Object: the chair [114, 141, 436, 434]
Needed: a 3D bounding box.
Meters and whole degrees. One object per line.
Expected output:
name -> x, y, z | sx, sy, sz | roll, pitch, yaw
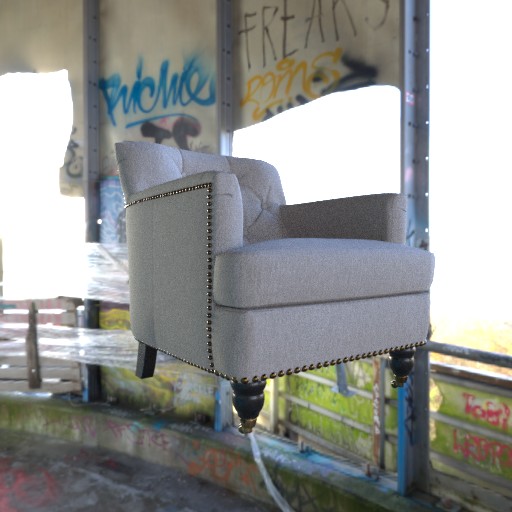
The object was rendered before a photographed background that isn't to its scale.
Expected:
chair -> 0.000, 0.000, 1.477 | 0.737, 0.823, 0.902 | -1, 1, -37
